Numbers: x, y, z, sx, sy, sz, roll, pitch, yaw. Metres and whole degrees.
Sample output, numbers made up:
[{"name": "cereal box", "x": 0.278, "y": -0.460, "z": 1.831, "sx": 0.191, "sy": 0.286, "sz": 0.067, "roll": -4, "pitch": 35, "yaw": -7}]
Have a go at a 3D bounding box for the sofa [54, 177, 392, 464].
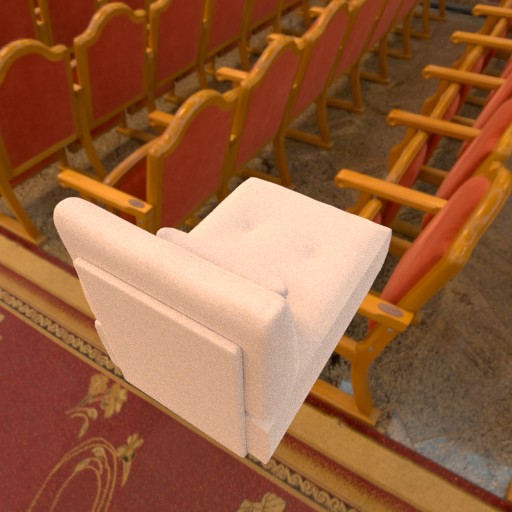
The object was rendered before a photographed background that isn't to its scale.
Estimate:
[{"name": "sofa", "x": 0.000, "y": 0.000, "z": 1.570, "sx": 0.700, "sy": 0.820, "sz": 1.000, "roll": 25, "pitch": 51, "yaw": 22}]
